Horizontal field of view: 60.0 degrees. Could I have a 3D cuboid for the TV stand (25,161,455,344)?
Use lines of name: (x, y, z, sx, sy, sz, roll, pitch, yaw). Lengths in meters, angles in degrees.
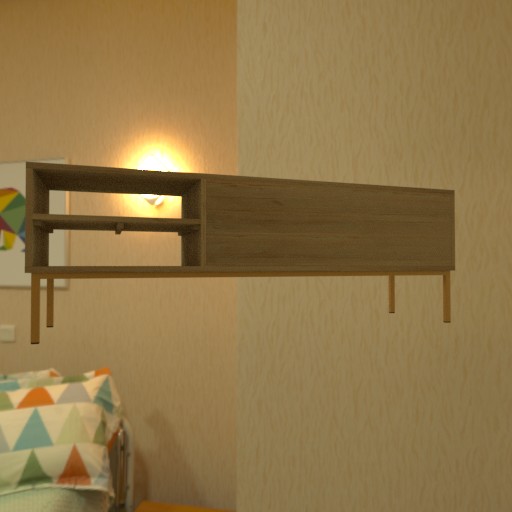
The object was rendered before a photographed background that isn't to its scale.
TV stand: (0.000, 0.000, 1.780, 1.600, 0.550, 0.420, 0, -1, -19)
